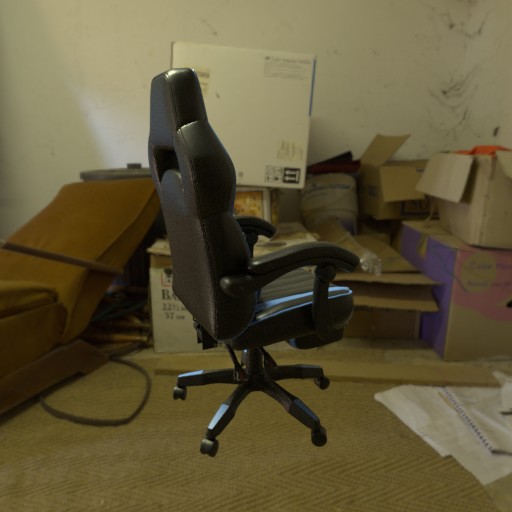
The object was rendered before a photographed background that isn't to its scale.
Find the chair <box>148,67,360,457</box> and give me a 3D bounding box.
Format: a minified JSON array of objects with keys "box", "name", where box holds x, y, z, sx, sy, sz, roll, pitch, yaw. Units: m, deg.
[{"box":[0.000,0.000,1.686,0.700,1.280,0.700,-7,16,-25],"name":"chair"}]
